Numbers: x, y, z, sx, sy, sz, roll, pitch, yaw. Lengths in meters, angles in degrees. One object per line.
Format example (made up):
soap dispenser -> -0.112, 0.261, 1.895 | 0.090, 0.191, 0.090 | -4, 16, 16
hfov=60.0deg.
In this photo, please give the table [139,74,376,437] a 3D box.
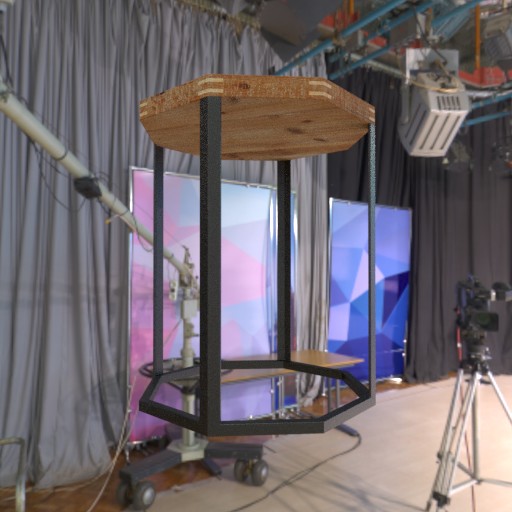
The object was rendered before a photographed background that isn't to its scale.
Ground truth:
table -> 0.000, 0.000, 0.880 | 0.458, 0.543, 0.458 | 0, -1, 18
